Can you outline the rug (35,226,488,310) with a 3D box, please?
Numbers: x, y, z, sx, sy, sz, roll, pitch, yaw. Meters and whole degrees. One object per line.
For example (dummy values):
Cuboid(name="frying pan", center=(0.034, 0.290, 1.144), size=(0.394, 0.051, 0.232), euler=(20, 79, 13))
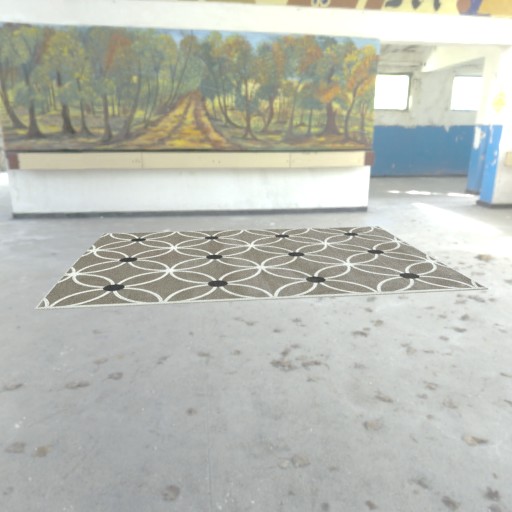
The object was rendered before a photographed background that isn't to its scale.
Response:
Cuboid(name="rug", center=(0.000, 0.000, 2.917), size=(2.284, 0.008, 1.522), euler=(-2, 17, -7))
